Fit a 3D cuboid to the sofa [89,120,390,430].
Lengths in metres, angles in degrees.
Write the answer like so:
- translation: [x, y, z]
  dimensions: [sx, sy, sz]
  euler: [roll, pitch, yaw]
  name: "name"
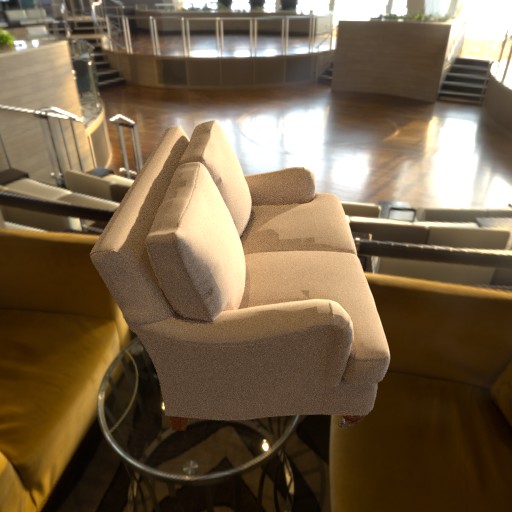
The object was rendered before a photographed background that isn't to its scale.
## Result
- translation: [0.000, 0.000, 2.289]
  dimensions: [1.087, 1.048, 1.508]
  euler: [0, 33, 1]
  name: "sofa"
